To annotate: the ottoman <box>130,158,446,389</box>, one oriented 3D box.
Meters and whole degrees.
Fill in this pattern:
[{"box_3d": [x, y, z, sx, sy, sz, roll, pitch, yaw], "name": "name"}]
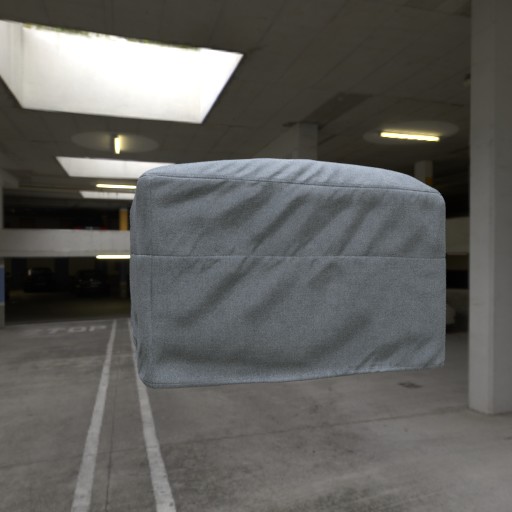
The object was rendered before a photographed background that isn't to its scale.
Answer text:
[{"box_3d": [0.000, 0.000, 1.260, 0.683, 0.481, 0.837, 0, 1, -17], "name": "ottoman"}]
